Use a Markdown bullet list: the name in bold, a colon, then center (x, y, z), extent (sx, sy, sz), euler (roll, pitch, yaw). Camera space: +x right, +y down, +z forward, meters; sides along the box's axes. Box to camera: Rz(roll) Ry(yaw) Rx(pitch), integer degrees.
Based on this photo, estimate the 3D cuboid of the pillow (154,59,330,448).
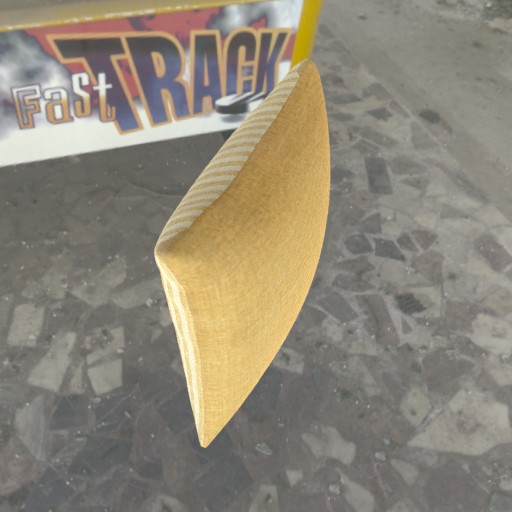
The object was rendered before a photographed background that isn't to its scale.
- **pillow**: center (0.000, 0.000, 0.635), extent (0.173, 0.407, 0.419), euler (16, 49, 14)
